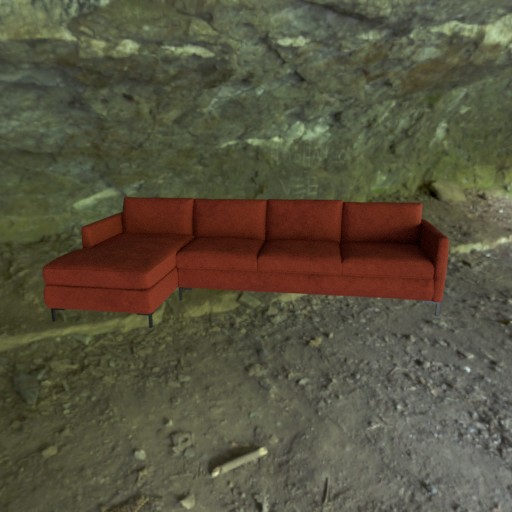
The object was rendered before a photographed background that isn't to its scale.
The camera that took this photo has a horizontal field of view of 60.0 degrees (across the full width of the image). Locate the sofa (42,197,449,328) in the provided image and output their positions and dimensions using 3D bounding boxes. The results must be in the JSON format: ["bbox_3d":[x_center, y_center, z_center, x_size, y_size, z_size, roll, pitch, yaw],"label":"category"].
[{"bbox_3d":[0.000,0.000,3.010,2.467,0.663,1.136,2,15,8],"label":"sofa"}]
